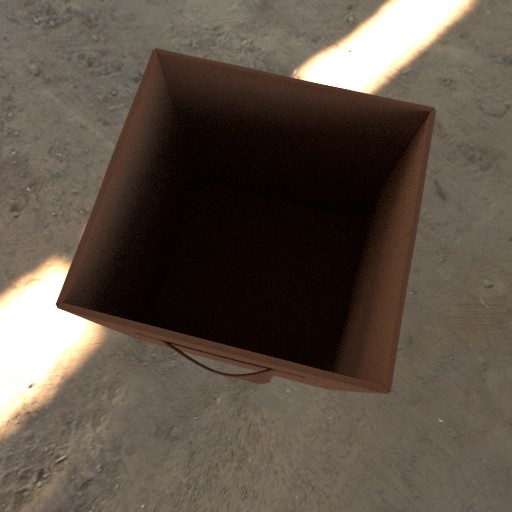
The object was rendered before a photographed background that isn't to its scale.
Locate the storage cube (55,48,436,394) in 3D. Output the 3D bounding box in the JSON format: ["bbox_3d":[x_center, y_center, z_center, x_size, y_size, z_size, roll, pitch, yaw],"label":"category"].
[{"bbox_3d":[0.000,0.000,0.501,0.270,0.280,0.270,14,74,4],"label":"storage cube"}]
